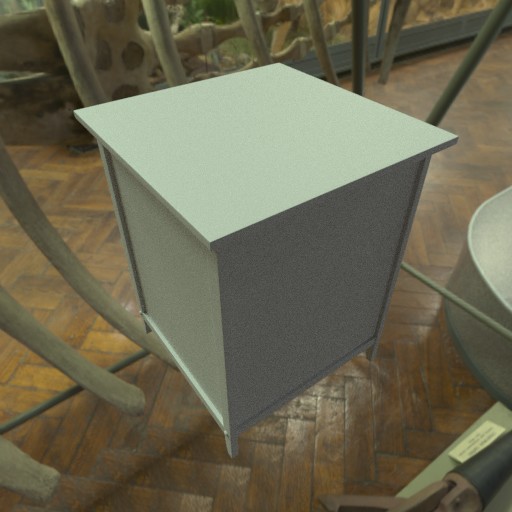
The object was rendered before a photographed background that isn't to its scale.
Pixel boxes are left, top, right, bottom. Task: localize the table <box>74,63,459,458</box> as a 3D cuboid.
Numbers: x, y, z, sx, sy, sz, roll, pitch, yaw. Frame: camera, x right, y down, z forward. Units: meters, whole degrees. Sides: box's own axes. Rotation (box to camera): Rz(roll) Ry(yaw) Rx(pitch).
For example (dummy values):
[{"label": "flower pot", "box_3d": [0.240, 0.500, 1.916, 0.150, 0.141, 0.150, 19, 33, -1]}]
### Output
[{"label": "table", "box_3d": [0.000, 0.000, 0.768, 0.381, 0.483, 0.381, -25, 46, -27]}]
